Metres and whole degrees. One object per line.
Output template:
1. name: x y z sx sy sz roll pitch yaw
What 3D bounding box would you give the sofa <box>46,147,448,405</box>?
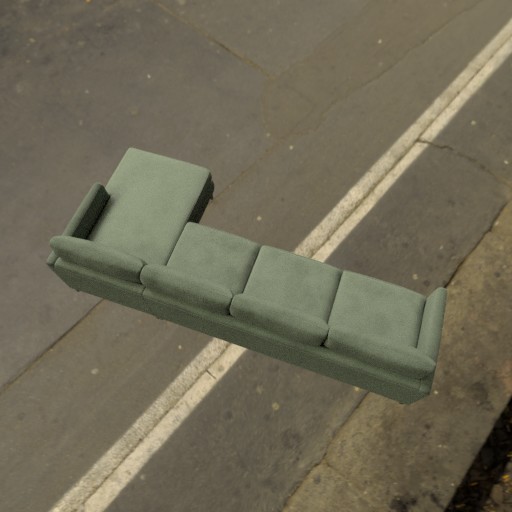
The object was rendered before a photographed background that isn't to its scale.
1. sofa: 0.000 0.000 3.300 2.725 0.756 1.255 18 65 9
